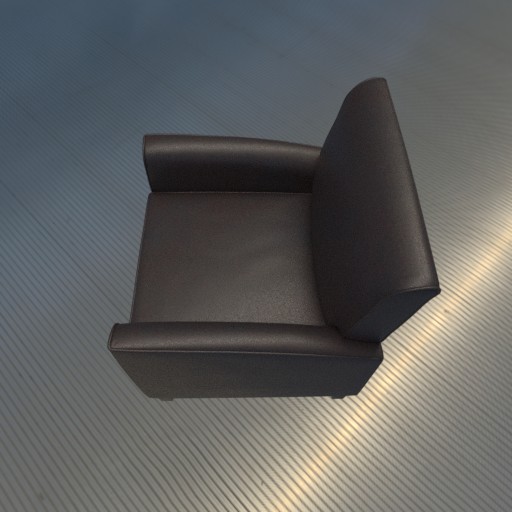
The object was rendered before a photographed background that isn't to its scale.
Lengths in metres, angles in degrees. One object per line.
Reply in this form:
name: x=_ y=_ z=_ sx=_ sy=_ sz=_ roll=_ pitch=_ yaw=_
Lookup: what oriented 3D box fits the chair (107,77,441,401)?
chair: x=0.000 y=0.000 z=1.533 sx=0.819 sy=0.916 sz=0.820 roll=-1 pitch=58 yaw=0
